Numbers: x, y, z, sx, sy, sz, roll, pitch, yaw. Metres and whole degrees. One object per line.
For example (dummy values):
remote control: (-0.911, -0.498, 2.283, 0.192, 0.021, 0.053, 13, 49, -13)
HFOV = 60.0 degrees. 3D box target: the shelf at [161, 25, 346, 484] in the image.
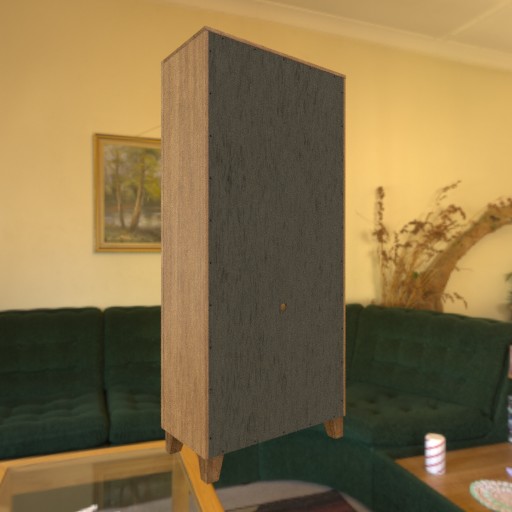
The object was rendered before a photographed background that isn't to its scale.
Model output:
shelf: (0.000, 0.000, 2.295, 0.864, 1.930, 0.453, 0, 0, -37)
